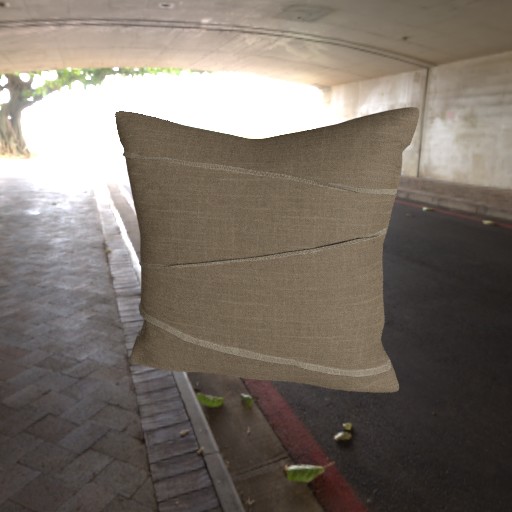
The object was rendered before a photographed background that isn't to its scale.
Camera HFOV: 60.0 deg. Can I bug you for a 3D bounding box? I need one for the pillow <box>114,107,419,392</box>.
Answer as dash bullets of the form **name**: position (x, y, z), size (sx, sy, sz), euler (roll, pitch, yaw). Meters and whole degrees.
- **pillow**: position (0.000, 0.000, 0.633), size (0.424, 0.400, 0.169), euler (3, 16, 11)
